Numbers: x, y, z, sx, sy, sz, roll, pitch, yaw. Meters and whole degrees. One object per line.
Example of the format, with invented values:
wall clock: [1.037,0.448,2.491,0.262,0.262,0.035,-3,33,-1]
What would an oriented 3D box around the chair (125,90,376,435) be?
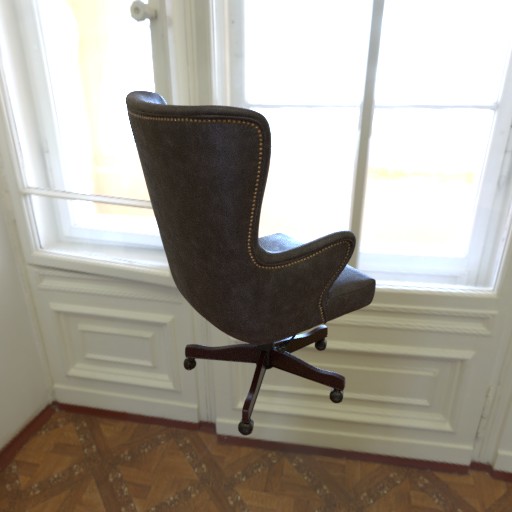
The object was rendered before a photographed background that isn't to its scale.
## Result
chair: [0.000,0.000,1.488,0.717,1.037,0.594,-16,29,-31]
